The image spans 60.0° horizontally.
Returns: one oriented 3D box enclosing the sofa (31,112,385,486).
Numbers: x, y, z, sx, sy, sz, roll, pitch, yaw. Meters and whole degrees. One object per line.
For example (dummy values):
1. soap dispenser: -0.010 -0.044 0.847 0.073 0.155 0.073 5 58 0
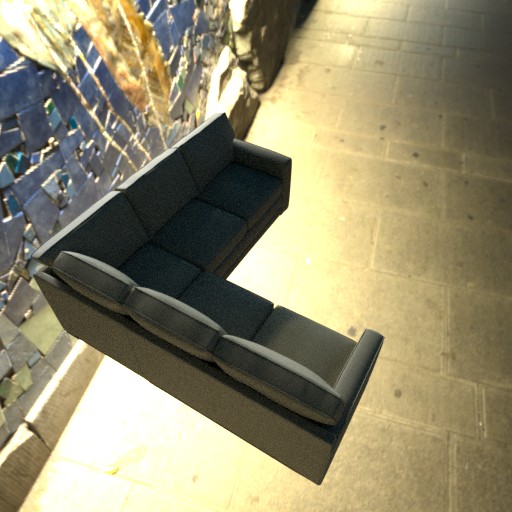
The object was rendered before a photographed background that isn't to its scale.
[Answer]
1. sofa: 0.000 0.000 3.368 2.188 0.936 2.211 23 51 20
